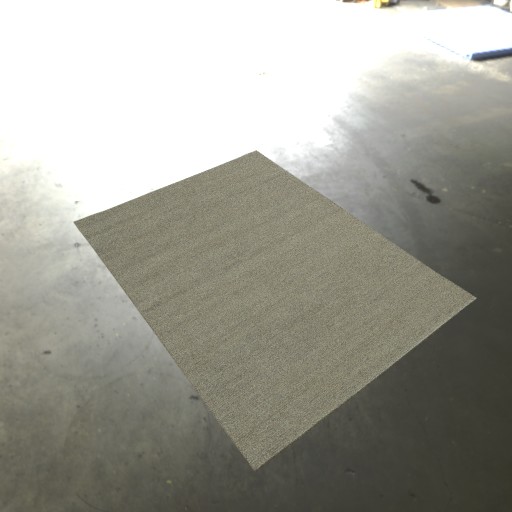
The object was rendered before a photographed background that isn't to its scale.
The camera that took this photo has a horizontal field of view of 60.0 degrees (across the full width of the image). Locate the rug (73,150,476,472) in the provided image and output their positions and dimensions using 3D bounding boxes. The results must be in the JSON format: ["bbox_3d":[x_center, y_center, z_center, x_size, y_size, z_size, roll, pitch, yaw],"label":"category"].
[{"bbox_3d":[0.000,0.000,4.835,2.757,0.051,3.626,-27,49,-26],"label":"rug"}]
